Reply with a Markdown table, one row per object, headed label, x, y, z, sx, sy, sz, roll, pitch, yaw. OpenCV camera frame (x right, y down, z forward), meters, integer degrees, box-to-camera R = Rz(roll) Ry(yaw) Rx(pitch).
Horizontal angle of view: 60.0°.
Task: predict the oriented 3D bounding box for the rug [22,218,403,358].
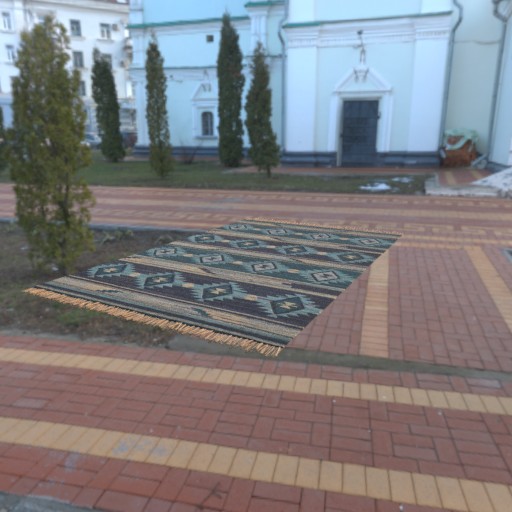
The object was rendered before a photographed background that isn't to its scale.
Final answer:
| label | x | y | z | sx | sy | sz | roll | pitch | yaw |
| --- | --- | --- | --- | --- | --- | --- | --- | --- | --- |
| rug | 0.000 | 0.000 | 2.372 | 1.181 | 0.028 | 1.936 | 8 | 17 | 28 |
